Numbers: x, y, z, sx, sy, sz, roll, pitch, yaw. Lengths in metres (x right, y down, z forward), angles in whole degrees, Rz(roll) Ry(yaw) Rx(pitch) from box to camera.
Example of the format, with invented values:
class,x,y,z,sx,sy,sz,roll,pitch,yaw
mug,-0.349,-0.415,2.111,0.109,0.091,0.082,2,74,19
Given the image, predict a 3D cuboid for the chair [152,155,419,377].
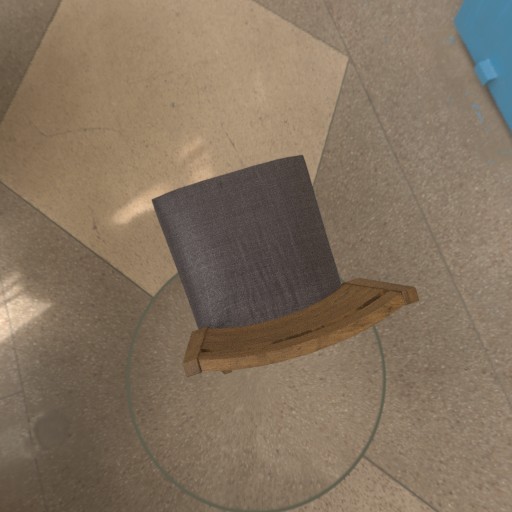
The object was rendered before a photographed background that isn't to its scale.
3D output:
class,x,y,z,sx,sy,sz,roll,pitch,yaw
chair,0.000,0.000,1.276,0.501,0.939,0.610,-17,76,-4
